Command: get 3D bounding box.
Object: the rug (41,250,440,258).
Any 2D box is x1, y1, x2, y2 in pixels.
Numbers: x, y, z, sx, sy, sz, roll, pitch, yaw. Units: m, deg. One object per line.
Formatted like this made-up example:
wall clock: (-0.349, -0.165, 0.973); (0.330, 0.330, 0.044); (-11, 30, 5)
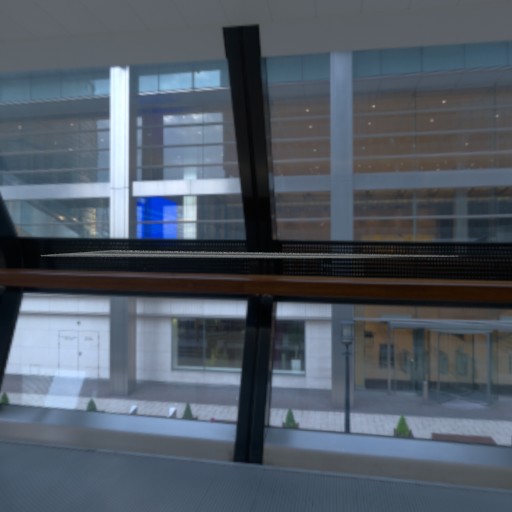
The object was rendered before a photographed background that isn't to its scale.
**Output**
rug: (0.000, 0.000, 3.041); (2.453, 0.003, 1.519); (1, -1, -36)
